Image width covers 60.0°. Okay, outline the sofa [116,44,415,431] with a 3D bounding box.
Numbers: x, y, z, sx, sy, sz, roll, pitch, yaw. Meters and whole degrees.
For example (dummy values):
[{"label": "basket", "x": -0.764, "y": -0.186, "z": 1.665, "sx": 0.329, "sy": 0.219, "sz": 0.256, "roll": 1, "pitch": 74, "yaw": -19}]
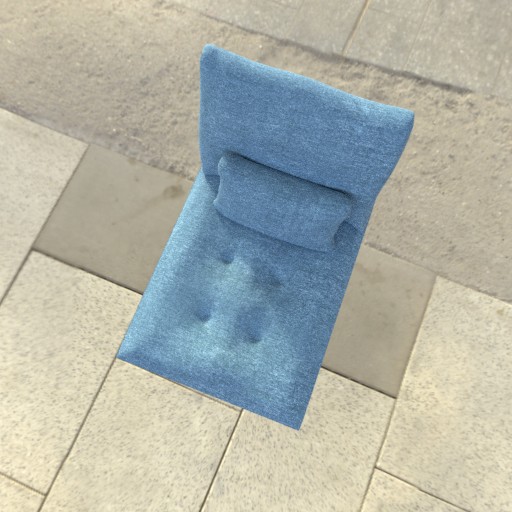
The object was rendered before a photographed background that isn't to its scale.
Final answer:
[{"label": "sofa", "x": 0.000, "y": 0.000, "z": 1.554, "sx": 0.700, "sy": 0.820, "sz": 1.000, "roll": 20, "pitch": 76, "yaw": 5}]
